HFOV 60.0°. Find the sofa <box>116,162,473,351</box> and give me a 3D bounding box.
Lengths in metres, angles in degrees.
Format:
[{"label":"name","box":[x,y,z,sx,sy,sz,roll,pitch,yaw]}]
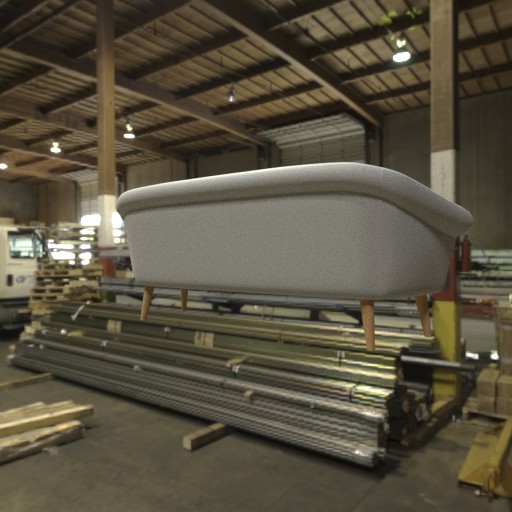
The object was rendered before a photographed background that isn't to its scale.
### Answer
[{"label":"sofa","box":[0.000,0.000,2.562,2.160,0.795,0.827,0,0,36]}]
